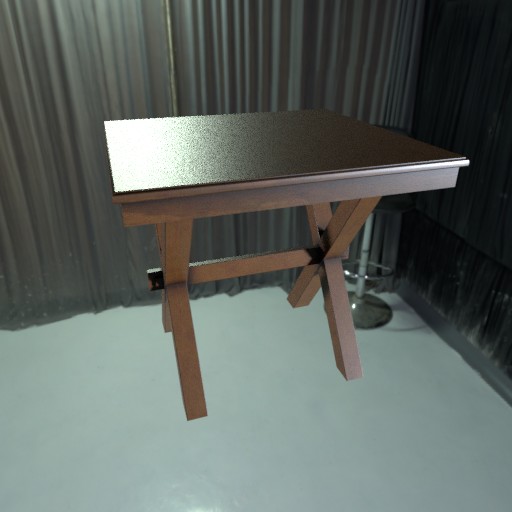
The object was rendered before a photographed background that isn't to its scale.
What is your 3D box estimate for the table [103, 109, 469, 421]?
[{"bbox_3d":[0.000,0.000,1.054,0.602,0.562,0.560,-9,28,-16],"label":"table"}]
